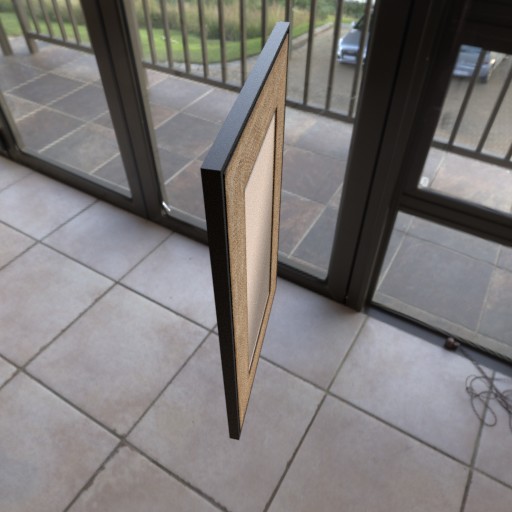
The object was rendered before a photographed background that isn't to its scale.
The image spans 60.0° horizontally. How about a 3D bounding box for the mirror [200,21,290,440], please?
[{"bbox_3d":[0.000,0.000,1.489,0.038,1.219,0.762,9,47,9],"label":"mirror"}]
